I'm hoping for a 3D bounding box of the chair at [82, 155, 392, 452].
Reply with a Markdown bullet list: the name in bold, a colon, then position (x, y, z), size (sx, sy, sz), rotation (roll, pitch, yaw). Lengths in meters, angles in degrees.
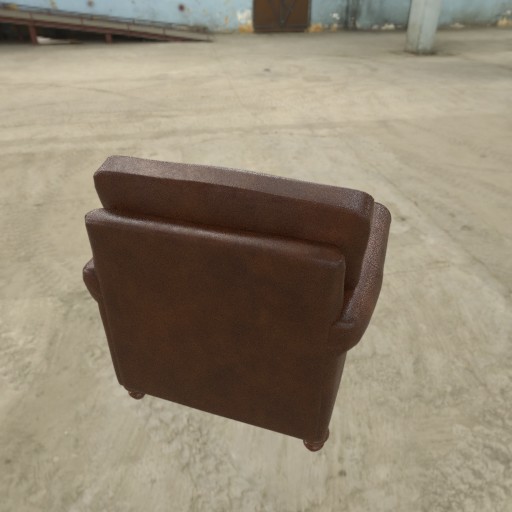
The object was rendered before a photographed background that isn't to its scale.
- **chair**: position (0.000, 0.000, 1.770), size (0.989, 0.972, 0.992), rotation (10, 33, 16)
